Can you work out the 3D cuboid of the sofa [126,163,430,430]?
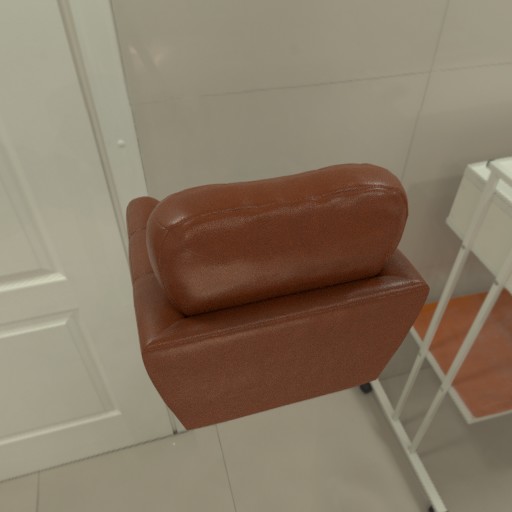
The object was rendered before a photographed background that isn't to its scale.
[{"bbox_3d":[0.000,0.000,1.529,0.836,0.876,0.789,-11,43,-12],"label":"sofa"}]
